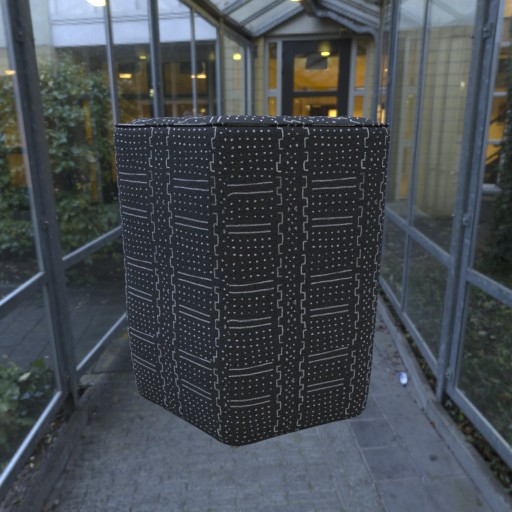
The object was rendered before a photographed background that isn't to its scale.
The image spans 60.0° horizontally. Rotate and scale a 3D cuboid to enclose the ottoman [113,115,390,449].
[{"bbox_3d":[0.000,0.000,0.851,0.443,0.502,0.494,2,16,9],"label":"ottoman"}]
